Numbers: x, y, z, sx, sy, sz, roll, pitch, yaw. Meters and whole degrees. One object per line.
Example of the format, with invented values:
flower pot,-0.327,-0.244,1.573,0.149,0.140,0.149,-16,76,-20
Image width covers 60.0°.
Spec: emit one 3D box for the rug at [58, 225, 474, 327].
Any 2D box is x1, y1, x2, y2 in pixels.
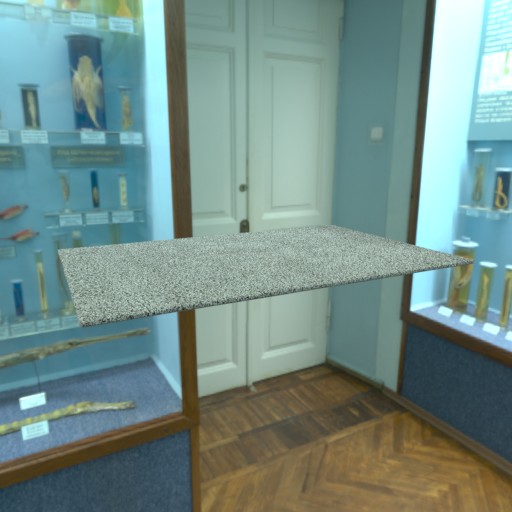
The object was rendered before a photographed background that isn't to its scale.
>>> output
rug,0.000,0.000,3.451,2.743,0.030,1.778,-7,15,-26
